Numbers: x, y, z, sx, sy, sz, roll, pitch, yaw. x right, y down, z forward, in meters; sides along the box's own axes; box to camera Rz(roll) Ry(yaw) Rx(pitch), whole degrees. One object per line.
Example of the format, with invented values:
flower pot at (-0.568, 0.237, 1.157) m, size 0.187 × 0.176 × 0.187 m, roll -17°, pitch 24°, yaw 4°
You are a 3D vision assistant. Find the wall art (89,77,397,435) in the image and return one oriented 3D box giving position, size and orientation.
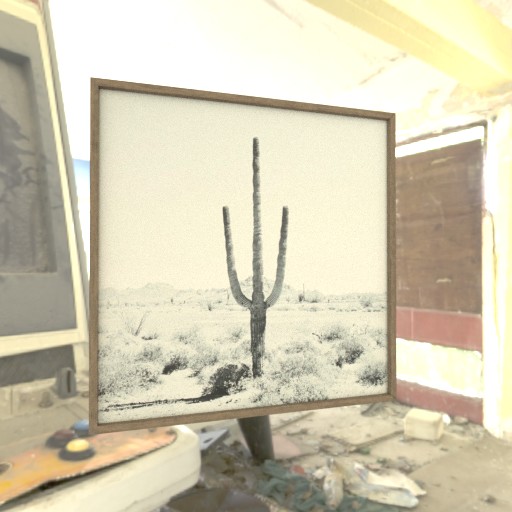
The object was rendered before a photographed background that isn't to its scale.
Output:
wall art at (0.000, 0.000, 0.724) m, size 0.508 × 0.508 × 0.038 m, roll 0°, pitch -1°, yaw -18°
